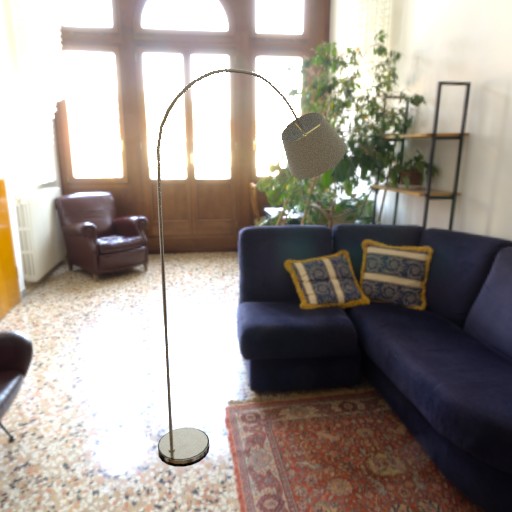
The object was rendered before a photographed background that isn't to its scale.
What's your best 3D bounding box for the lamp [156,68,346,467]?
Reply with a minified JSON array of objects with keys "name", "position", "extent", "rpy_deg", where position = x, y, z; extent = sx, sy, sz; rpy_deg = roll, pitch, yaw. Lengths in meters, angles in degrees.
[{"name":"lamp","position":[0.000,0.000,2.697],"extent":[1.445,2.098,0.406],"rpy_deg":[-13,19,-43]}]
